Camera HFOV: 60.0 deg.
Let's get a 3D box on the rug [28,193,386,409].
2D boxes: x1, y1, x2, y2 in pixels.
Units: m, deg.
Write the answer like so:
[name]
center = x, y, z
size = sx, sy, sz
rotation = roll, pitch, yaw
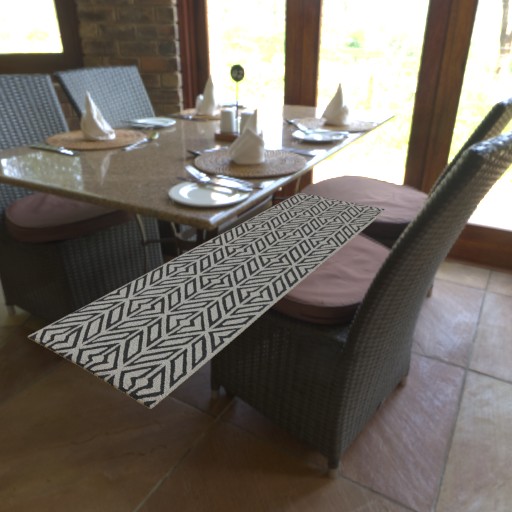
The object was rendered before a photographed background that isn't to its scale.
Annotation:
[rug]
center = 0.000, 0.000, 2.638
size = 0.750, 0.009, 2.435
rotation = 16, 30, 30
